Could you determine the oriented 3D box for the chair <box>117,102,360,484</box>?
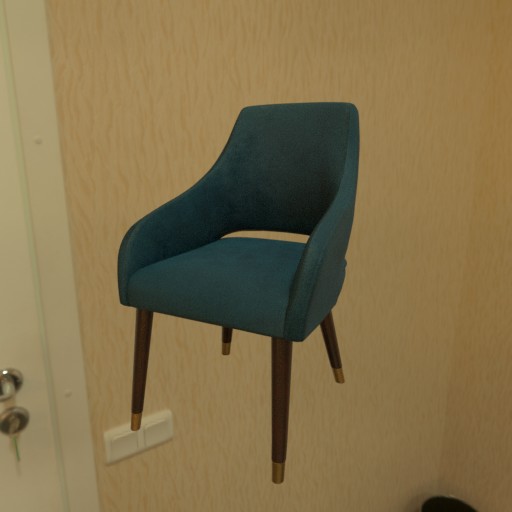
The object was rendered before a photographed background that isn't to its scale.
[{"bbox_3d":[0.000,0.000,1.570,0.683,1.081,0.794,7,16,26],"label":"chair"}]
